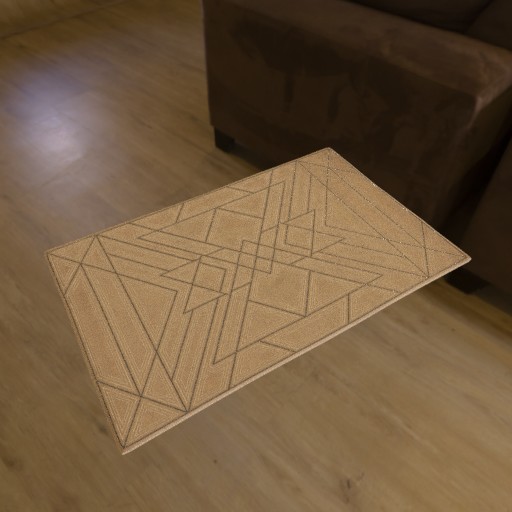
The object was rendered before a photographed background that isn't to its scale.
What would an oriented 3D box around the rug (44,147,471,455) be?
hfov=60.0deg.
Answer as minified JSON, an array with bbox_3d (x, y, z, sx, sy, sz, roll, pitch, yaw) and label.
[{"bbox_3d":[0.000,0.000,3.010,2.459,0.023,1.575,-24,51,-21],"label":"rug"}]
